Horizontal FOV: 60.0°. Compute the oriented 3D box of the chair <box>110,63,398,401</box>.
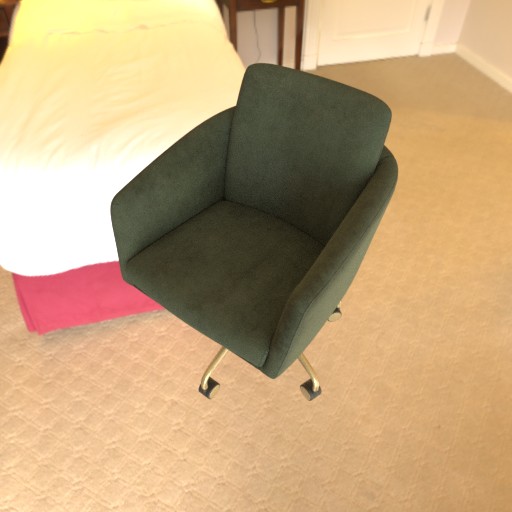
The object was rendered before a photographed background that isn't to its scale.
[{"bbox_3d":[0.000,0.000,1.344,0.641,0.908,0.635,28,52,25],"label":"chair"}]
